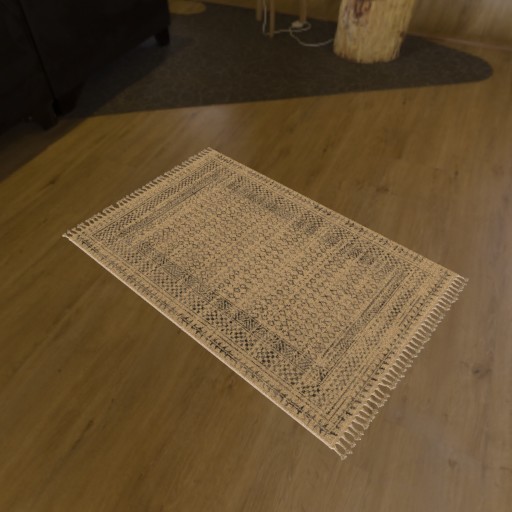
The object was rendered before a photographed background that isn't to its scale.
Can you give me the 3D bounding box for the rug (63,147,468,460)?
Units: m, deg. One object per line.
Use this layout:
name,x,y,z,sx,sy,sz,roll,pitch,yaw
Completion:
rug,0.000,0.000,3.127,2.486,0.013,1.548,32,54,27
